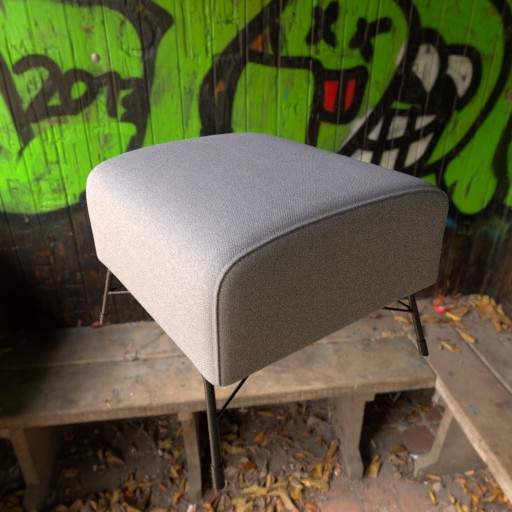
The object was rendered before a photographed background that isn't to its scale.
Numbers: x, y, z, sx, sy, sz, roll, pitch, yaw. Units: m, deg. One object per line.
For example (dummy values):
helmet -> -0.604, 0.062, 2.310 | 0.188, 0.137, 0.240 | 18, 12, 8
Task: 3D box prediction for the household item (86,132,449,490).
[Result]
household item -> 0.000, 0.000, 0.895 | 0.530, 0.410, 0.530 | -19, 33, -31
